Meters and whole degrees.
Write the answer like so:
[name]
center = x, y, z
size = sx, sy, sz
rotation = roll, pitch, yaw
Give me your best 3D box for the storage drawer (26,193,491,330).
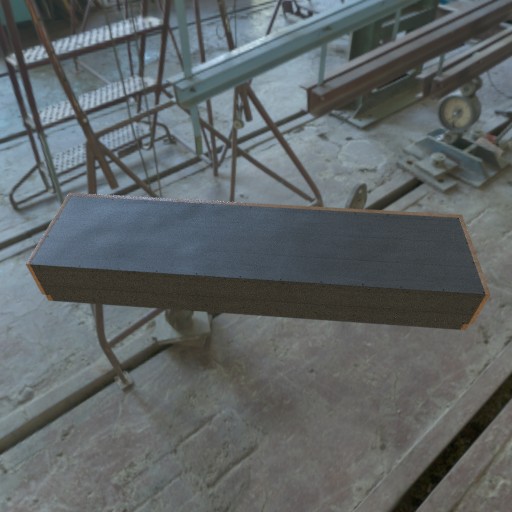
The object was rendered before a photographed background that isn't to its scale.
[storage drawer]
center = 0.000, 0.000, 2.208
size = 2.032, 0.264, 0.538
rotation = 4, 46, 3
